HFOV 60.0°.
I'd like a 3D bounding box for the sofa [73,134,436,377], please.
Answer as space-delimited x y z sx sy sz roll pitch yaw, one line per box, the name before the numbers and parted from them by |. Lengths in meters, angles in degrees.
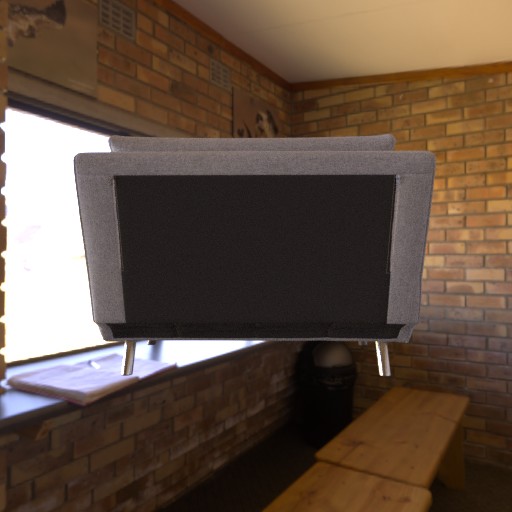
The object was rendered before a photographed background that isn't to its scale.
sofa | 0.000 0.000 1.912 1.220 0.910 0.910 0 0 1
